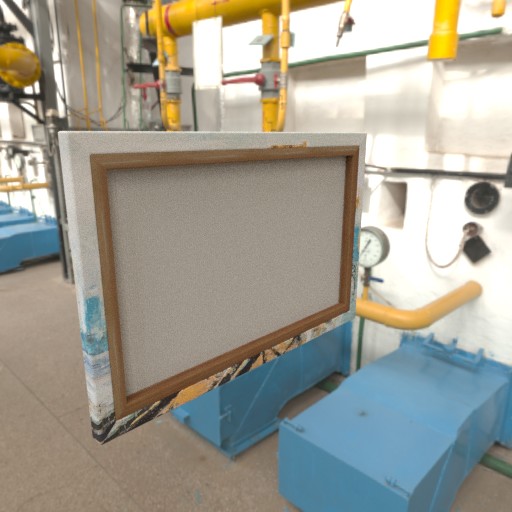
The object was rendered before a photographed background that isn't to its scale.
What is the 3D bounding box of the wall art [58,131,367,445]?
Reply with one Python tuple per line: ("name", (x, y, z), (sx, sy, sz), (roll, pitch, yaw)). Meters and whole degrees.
("wall art", (0.000, 0.000, 1.130), (0.913, 0.609, 0.038), (-15, 21, -43))
